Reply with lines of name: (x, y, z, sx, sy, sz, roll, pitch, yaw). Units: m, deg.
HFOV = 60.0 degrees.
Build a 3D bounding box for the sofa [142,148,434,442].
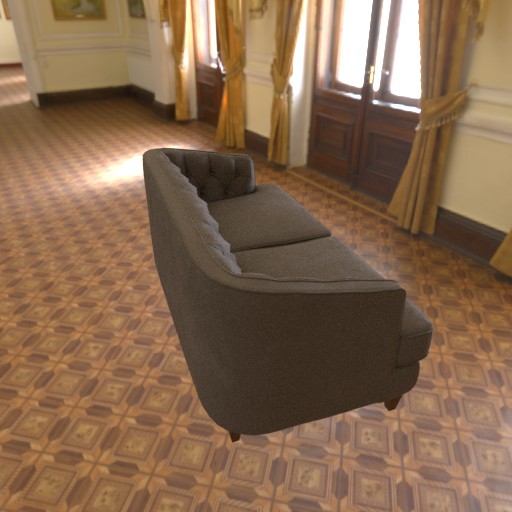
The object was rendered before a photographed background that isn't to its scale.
sofa: (0.000, 0.000, 2.319, 0.941, 0.855, 1.733, -10, 31, -17)
